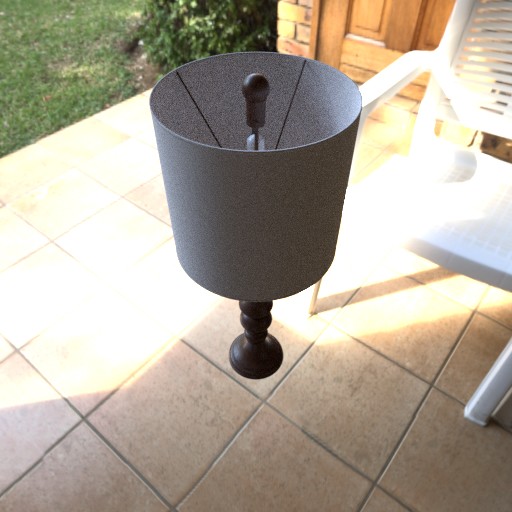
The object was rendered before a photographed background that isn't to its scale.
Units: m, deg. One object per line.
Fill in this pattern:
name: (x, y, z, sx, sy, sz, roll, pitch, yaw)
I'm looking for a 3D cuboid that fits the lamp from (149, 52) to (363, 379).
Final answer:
lamp: (0.000, 0.000, 0.723, 0.250, 0.597, 0.250, 25, 51, 22)
